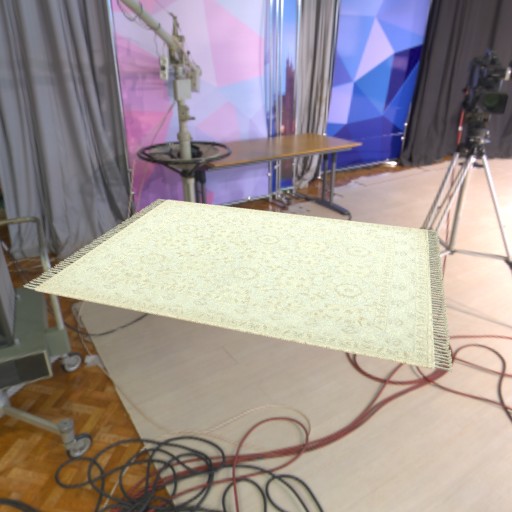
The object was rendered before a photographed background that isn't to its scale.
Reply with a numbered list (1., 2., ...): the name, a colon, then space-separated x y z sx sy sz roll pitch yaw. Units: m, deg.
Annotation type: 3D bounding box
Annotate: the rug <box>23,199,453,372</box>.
1. rug: 0.000 0.000 2.236 1.771 0.015 1.223 8 28 16
